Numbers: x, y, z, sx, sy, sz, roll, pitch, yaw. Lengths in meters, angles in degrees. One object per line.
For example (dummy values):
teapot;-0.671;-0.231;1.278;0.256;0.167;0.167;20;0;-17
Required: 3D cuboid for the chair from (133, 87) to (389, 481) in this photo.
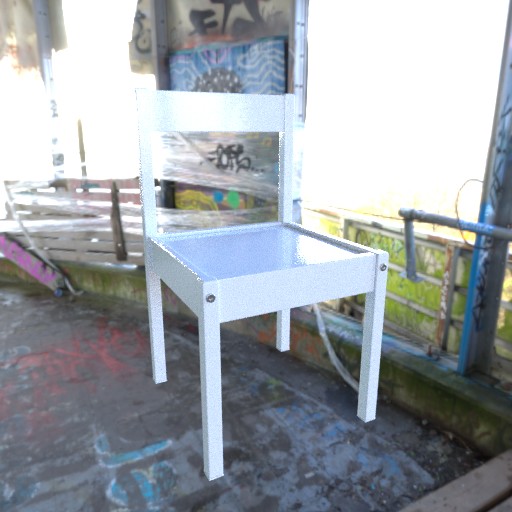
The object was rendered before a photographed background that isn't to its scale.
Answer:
chair;0.000;0.000;0.695;0.285;0.505;0.285;-8;18;-26
